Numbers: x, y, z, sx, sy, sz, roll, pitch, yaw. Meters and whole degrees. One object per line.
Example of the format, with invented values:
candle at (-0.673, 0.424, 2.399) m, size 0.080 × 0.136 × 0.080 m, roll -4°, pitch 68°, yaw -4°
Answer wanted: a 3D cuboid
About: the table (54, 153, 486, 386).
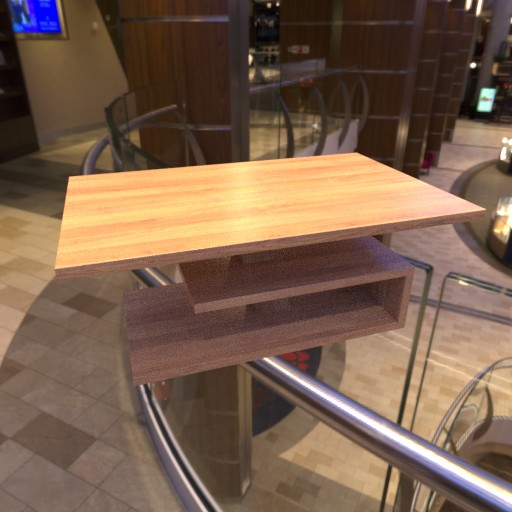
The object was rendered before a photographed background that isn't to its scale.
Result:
table at (0.000, 0.000, 1.456) m, size 1.100 × 0.442 × 0.700 m, roll -8°, pitch 28°, yaw -16°
